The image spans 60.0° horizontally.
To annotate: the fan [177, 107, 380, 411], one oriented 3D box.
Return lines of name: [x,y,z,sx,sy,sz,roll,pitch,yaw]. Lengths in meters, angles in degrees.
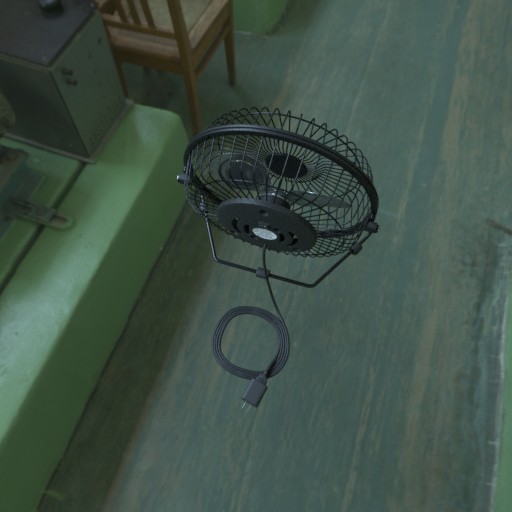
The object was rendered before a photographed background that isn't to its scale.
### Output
fan: [0.000,0.000,0.385,0.209,0.188,0.227,15,64,8]
